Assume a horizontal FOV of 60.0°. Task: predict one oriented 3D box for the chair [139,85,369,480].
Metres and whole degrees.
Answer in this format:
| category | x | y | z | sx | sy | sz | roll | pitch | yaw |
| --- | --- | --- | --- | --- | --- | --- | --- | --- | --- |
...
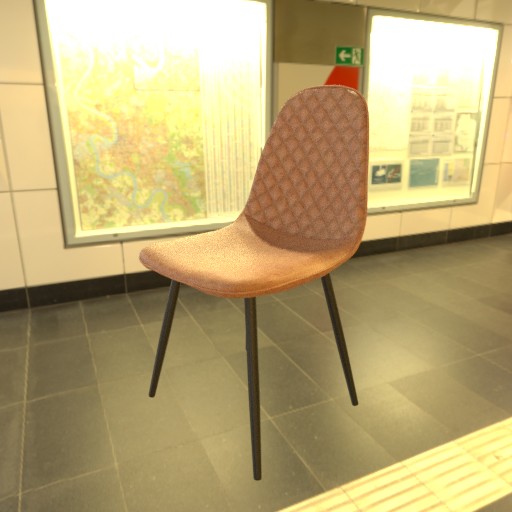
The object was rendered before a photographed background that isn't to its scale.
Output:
| category | x | y | z | sx | sy | sz | roll | pitch | yaw |
| --- | --- | --- | --- | --- | --- | --- | --- | --- | --- |
| chair | 0.000 | 0.000 | 1.198 | 0.561 | 0.889 | 0.472 | -16 | 23 | -42 |
